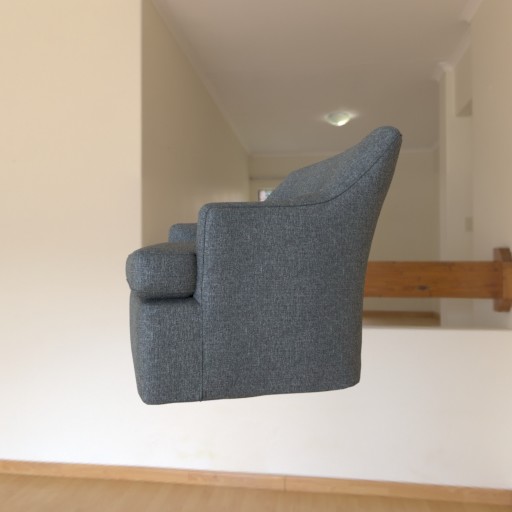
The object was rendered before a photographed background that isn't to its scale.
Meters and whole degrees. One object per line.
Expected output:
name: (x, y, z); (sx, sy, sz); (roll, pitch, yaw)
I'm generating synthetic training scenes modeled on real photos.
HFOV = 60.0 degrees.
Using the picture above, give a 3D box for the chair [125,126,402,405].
chair: (0.000, 0.000, 1.647); (0.923, 0.856, 0.864); (0, -1, -17)
